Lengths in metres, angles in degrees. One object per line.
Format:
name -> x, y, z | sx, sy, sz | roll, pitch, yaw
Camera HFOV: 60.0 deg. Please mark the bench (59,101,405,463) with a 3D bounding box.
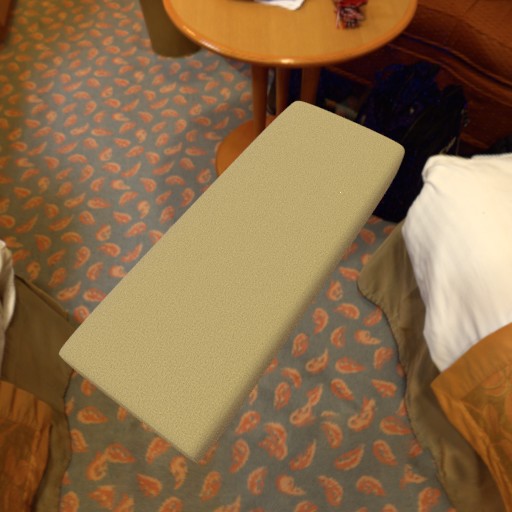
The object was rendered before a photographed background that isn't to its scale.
bench -> 0.000, 0.000, 1.939 | 0.646, 0.393, 1.609 | 30, 63, 17
